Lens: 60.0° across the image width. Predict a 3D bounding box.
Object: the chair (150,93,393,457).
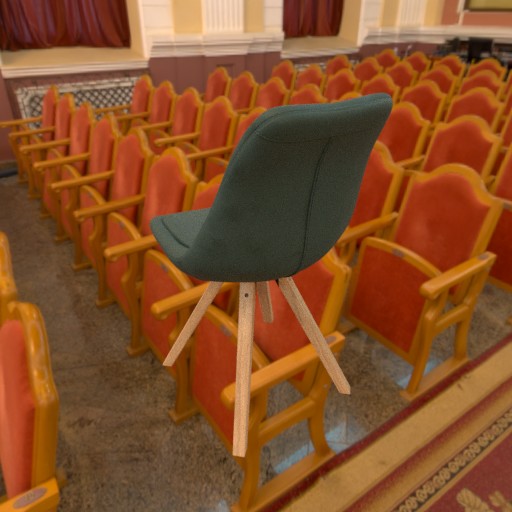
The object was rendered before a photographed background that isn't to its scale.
[{"bbox_3d":[0.000,0.000,1.176,0.483,0.865,0.547,-18,34,-30],"label":"chair"}]
